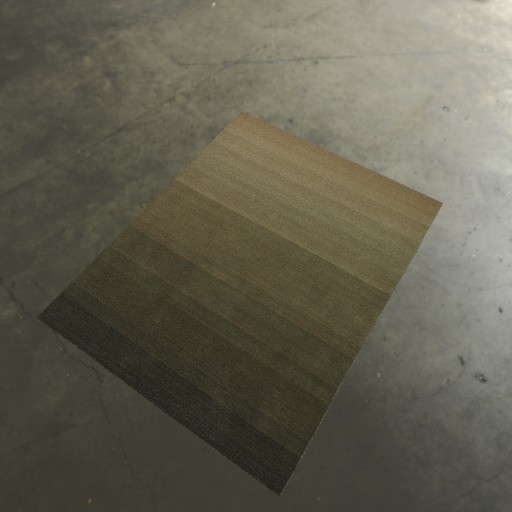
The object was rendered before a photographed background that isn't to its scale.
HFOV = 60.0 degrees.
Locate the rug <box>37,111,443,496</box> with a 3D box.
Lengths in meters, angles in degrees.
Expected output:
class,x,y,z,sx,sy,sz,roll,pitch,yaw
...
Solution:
class,x,y,z,sx,sy,sz,roll,pitch,yaw
rug,0.000,0.000,3.886,2.315,0.015,2.932,29,63,17
